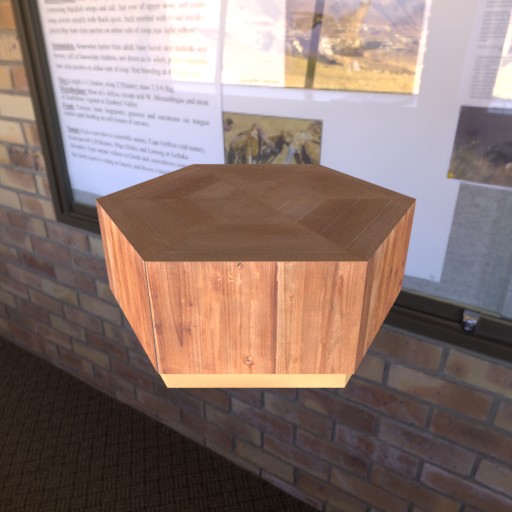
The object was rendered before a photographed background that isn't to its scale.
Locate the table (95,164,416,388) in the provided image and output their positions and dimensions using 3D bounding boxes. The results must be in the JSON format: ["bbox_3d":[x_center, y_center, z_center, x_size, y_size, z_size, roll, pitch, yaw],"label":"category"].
[{"bbox_3d":[0.000,0.000,1.693,1.154,0.456,1.000,0,26,0],"label":"table"}]
